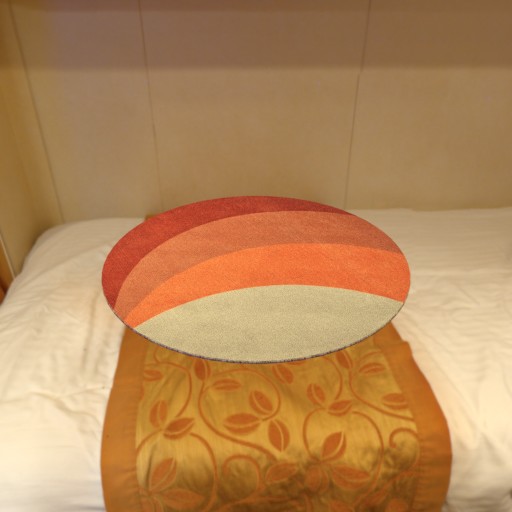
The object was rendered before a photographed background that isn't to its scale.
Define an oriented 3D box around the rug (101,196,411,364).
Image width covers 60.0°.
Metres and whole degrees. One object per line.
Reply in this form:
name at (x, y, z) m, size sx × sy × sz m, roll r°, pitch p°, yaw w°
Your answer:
rug at (0.000, 0.000, 2.262) m, size 1.514 × 0.015 × 1.514 m, roll 0°, pitch 31°, yaw 0°
